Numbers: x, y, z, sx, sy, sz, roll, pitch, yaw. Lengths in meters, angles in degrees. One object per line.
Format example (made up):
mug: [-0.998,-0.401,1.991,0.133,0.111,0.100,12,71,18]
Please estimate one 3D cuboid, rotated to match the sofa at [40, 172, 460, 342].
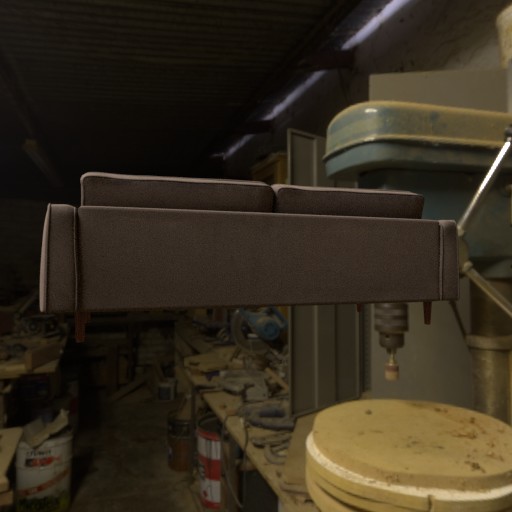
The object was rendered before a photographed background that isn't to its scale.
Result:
sofa: [0.000,0.000,2.697,2.295,0.813,0.923,0,-1,-19]
